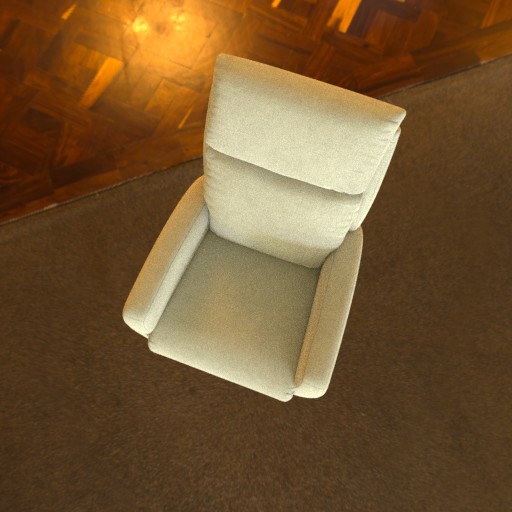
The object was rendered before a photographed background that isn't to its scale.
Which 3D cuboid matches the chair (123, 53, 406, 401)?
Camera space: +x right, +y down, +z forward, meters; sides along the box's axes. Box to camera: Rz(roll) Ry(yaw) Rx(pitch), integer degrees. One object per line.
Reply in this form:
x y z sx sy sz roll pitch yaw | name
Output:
0.000 0.000 1.675 0.812 1.015 0.941 19 76 5 | chair
